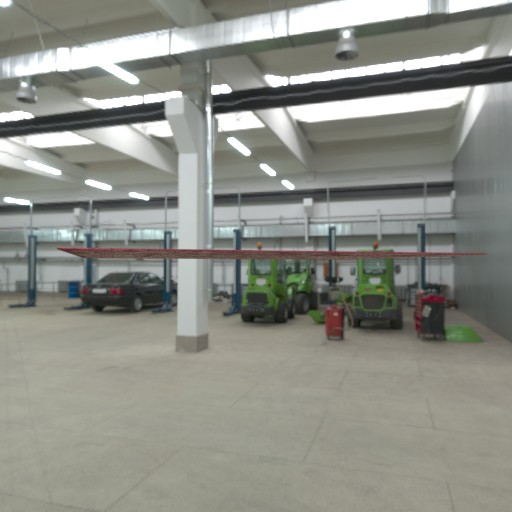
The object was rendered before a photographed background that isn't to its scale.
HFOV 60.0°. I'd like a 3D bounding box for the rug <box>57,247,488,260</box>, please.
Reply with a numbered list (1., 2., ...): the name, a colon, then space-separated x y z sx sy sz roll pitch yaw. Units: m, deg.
1. rug: 0.000 0.000 2.860 2.184 0.007 1.579 1 -2 -18
